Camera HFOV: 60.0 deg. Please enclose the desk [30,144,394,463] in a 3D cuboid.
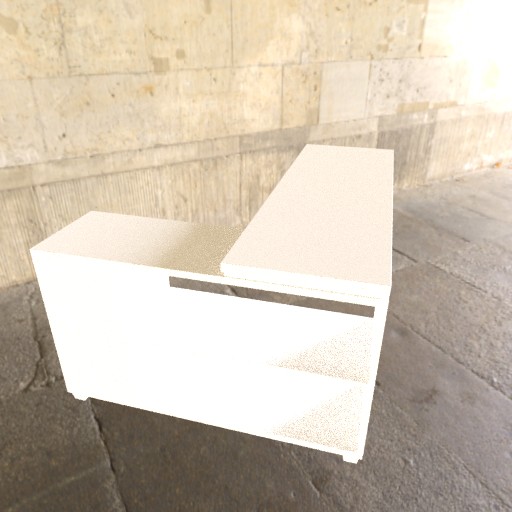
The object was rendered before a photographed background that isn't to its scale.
[{"bbox_3d":[0.000,0.000,2.191,1.199,0.759,1.524,7,29,14],"label":"desk"}]
